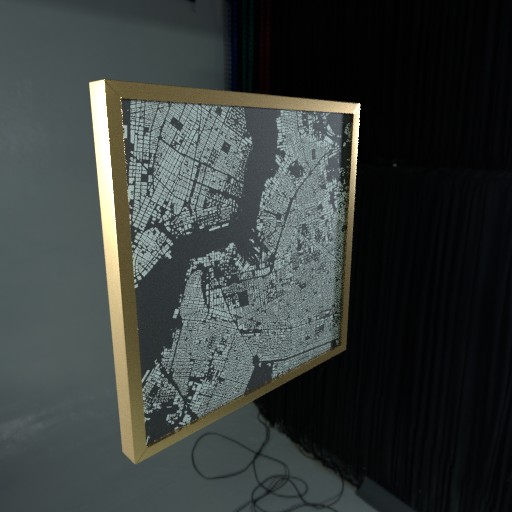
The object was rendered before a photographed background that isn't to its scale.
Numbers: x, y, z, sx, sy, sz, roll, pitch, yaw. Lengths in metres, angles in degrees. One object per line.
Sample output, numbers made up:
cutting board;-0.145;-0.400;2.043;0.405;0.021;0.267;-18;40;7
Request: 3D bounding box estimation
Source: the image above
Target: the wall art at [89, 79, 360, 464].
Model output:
wall art;0.000;0.000;0.446;0.305;0.305;0.023;-14;20;-42
